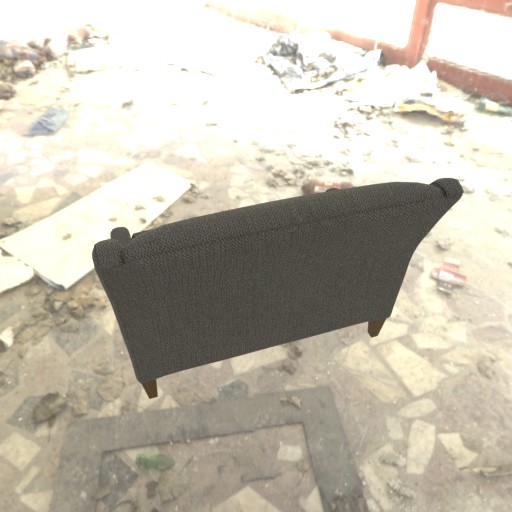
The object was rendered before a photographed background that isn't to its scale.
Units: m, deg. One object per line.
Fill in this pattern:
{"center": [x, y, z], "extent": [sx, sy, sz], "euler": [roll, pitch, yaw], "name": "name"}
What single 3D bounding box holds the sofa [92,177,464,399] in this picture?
{"center": [0.000, 0.000, 1.980], "extent": [1.242, 1.022, 0.873], "euler": [-12, 42, -14], "name": "sofa"}
